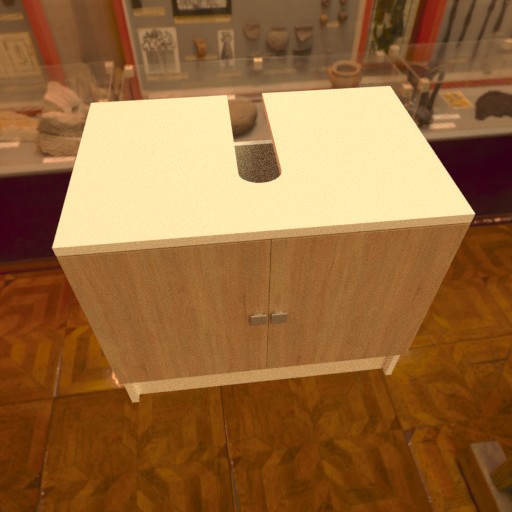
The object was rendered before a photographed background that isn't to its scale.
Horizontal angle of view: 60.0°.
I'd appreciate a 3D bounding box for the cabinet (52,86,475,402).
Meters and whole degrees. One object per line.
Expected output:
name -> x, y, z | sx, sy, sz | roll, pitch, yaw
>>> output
cabinet -> 0.000, 0.000, 0.943 | 0.600, 0.522, 0.400 | -5, 48, -4
